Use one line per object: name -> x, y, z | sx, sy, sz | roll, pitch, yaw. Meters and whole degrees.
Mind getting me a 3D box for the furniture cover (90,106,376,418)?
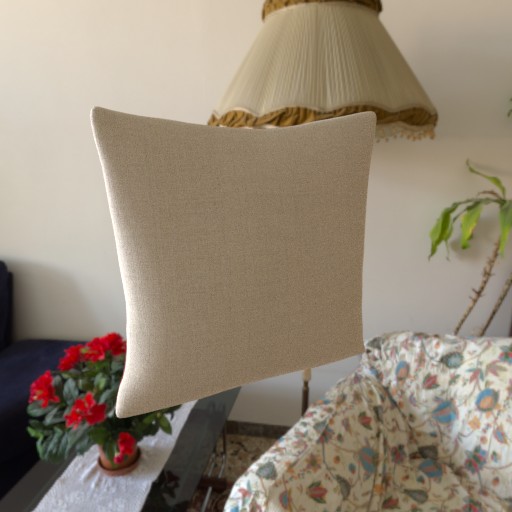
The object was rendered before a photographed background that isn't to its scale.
furniture cover -> 0.000, 0.000, 0.660 | 0.435, 0.420, 0.145 | -7, 16, -25
